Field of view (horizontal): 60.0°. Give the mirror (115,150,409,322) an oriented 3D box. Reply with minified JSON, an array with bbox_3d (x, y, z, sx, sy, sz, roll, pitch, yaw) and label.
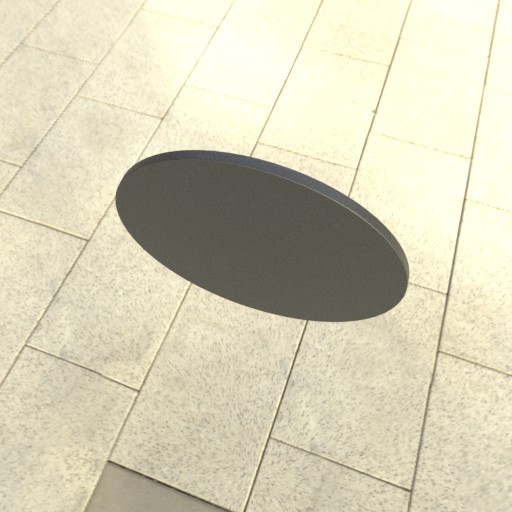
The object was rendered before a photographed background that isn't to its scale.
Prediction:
[{"bbox_3d":[0.000,0.000,1.636,1.077,1.077,0.036,16,65,8],"label":"mirror"}]
